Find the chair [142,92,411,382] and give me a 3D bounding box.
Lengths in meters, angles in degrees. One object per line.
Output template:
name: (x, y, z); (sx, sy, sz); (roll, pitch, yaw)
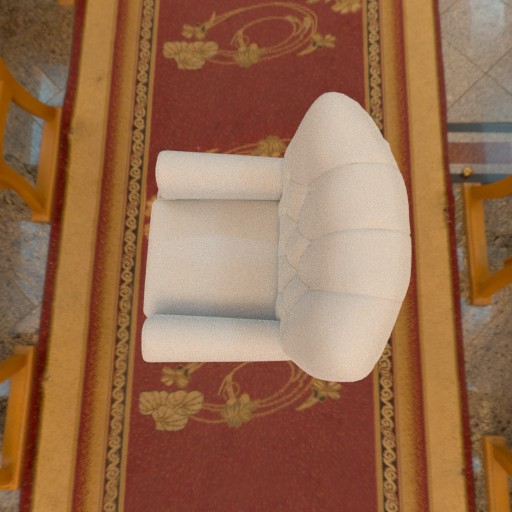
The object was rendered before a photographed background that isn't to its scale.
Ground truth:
chair: (0.000, 0.000, 2.122); (1.128, 1.217, 1.090); (2, 77, 0)
